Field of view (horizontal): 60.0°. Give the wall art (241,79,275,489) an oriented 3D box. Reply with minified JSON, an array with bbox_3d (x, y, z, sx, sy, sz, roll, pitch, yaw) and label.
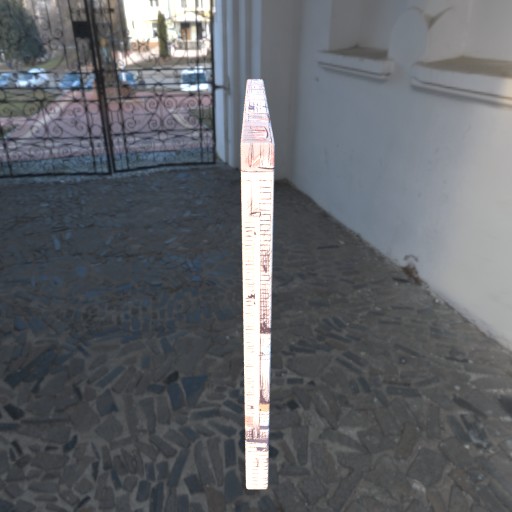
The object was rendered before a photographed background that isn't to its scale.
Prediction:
[{"bbox_3d":[0.000,0.000,1.132,0.048,0.762,0.761,0,28,0],"label":"wall art"}]
